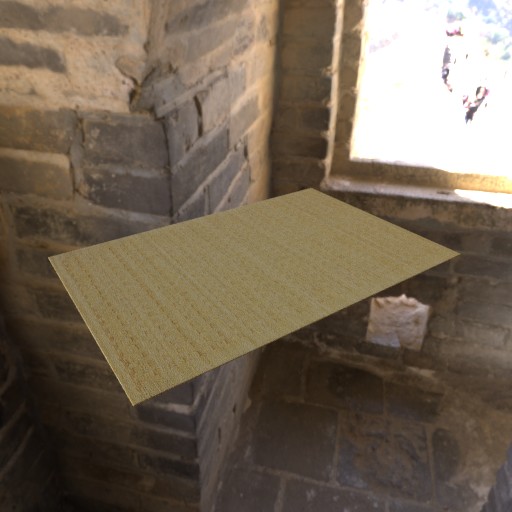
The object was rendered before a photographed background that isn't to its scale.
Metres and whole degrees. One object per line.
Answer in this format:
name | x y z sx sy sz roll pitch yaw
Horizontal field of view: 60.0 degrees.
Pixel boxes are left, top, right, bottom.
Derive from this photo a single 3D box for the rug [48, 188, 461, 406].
rug | 0.000 0.000 2.952 2.286 0.006 1.524 -19 34 -30
